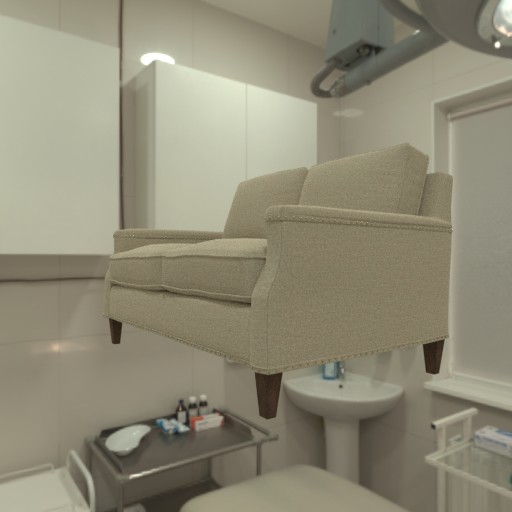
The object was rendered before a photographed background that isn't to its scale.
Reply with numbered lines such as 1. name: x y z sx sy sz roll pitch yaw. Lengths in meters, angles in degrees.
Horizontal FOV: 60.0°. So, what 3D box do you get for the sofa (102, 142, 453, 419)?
1. sofa: 0.000 0.000 2.243 1.084 1.003 1.597 0 0 -36
